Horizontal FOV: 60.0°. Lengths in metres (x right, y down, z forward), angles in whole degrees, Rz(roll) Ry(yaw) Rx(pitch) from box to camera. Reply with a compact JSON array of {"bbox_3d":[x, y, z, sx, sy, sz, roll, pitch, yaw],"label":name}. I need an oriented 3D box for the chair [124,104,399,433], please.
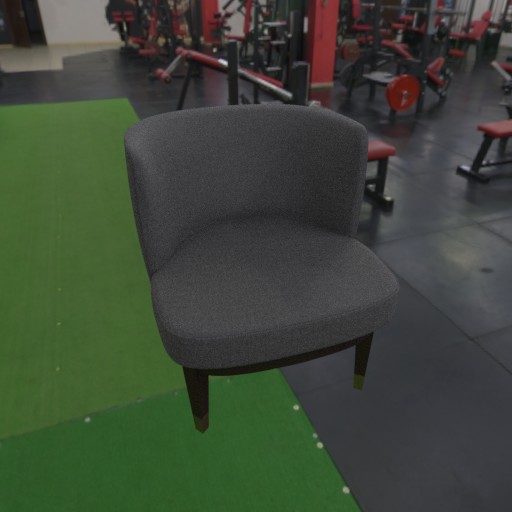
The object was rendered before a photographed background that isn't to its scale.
[{"bbox_3d":[0.000,0.000,1.283,0.639,0.695,0.698,-10,33,-15],"label":"chair"}]
